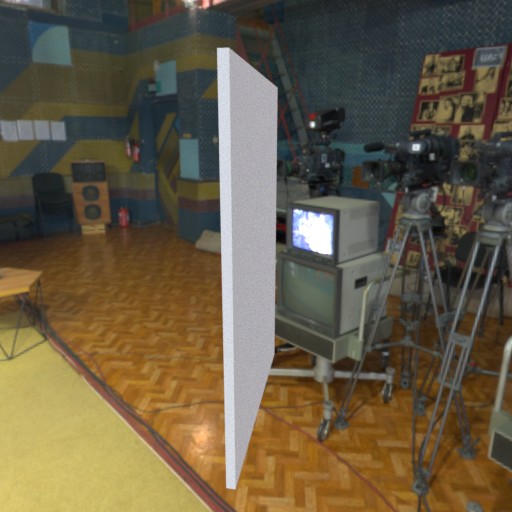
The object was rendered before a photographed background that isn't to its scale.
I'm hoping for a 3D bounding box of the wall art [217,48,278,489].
[{"bbox_3d":[0.000,0.000,0.694,0.013,0.533,0.381,3,15,10],"label":"wall art"}]
